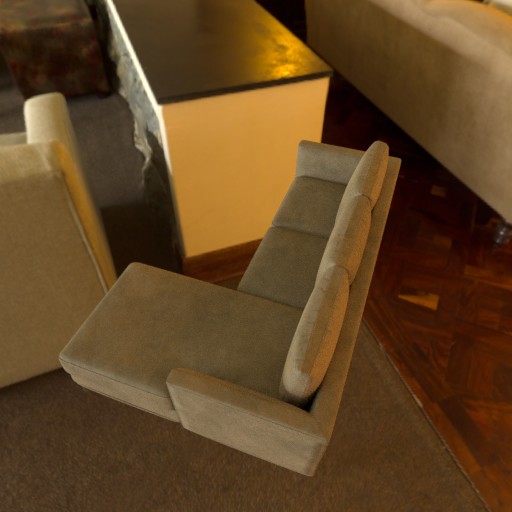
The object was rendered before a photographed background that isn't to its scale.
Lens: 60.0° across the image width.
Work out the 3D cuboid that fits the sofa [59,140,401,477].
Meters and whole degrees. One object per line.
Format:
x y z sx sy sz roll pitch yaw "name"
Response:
0.000 0.000 3.180 1.622 0.987 2.438 15 48 14 "sofa"
